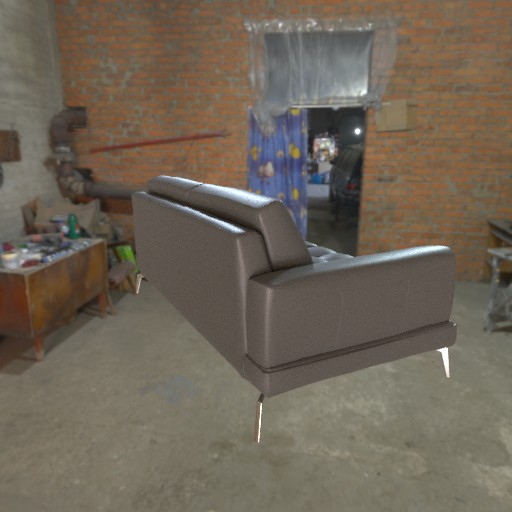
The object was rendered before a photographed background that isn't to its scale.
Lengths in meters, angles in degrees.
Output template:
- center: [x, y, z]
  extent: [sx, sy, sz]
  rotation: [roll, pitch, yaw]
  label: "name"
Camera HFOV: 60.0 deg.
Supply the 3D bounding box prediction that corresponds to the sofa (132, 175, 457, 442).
- center: [0.000, 0.000, 2.768]
  extent: [1.121, 0.930, 2.177]
  rotation: [-7, 16, -27]
  label: "sofa"
